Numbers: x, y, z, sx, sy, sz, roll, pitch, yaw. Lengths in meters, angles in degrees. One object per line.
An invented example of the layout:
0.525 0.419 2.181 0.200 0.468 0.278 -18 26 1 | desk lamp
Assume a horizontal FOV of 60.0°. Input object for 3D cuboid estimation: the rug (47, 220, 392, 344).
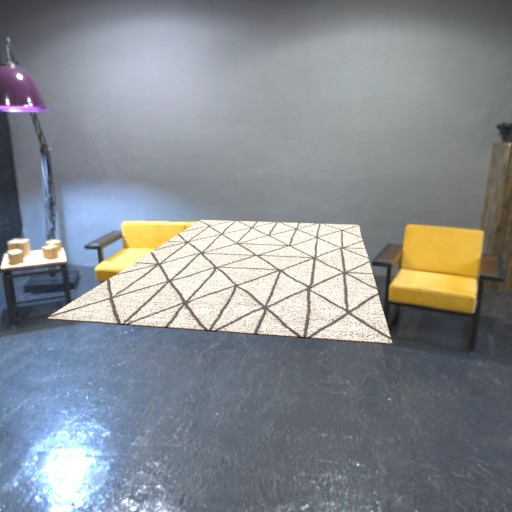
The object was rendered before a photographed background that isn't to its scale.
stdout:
0.000 0.000 3.070 1.526 0.008 2.465 3 15 9 | rug
